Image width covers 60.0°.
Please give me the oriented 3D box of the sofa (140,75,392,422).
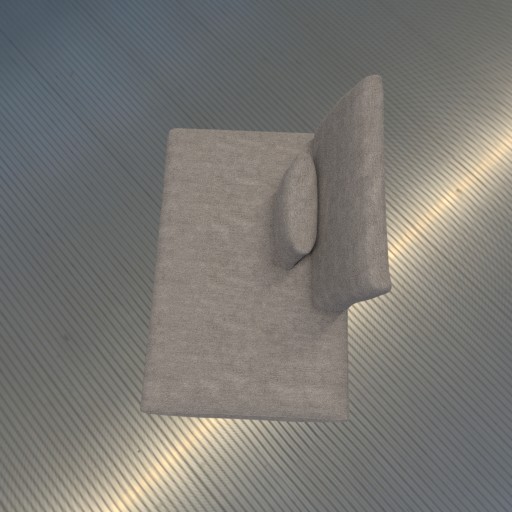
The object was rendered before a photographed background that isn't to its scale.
[{"bbox_3d":[0.000,0.000,2.024,1.002,0.820,1.450,2,75,1],"label":"sofa"}]
